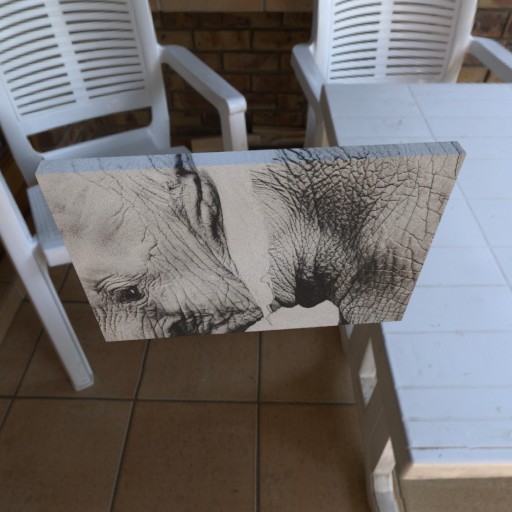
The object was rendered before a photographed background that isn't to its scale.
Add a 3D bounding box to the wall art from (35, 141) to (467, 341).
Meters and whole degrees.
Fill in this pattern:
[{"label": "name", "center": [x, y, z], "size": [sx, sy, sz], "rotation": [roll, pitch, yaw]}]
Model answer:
[{"label": "wall art", "center": [0.000, 0.000, 0.783], "size": [0.613, 0.407, 0.035], "rotation": [-3, 46, -3]}]
